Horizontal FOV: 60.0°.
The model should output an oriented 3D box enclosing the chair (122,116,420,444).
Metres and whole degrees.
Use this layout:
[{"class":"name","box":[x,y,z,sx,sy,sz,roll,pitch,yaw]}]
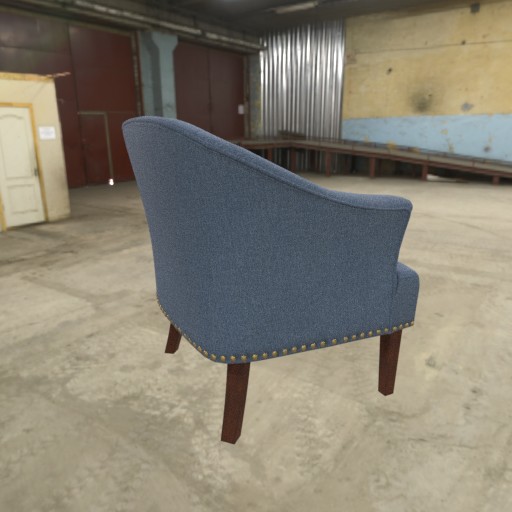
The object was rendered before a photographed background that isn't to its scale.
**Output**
[{"class":"chair","box":[0.000,0.000,1.377,0.704,0.815,0.772,-8,17,-25]}]
